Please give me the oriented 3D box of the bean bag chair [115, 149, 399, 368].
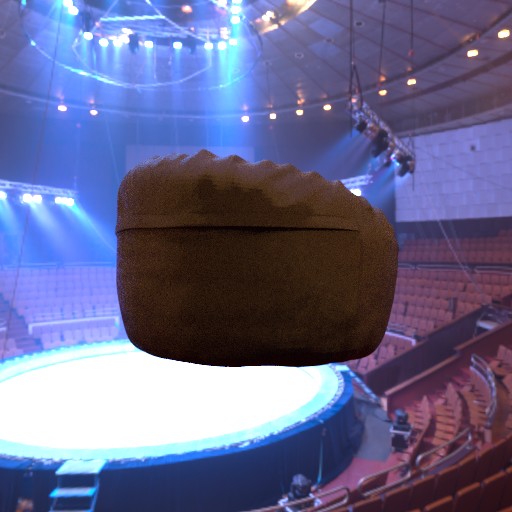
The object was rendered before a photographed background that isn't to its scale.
[{"bbox_3d":[0.000,0.000,2.050,1.245,0.821,1.245,0,-1,0],"label":"bean bag chair"}]
